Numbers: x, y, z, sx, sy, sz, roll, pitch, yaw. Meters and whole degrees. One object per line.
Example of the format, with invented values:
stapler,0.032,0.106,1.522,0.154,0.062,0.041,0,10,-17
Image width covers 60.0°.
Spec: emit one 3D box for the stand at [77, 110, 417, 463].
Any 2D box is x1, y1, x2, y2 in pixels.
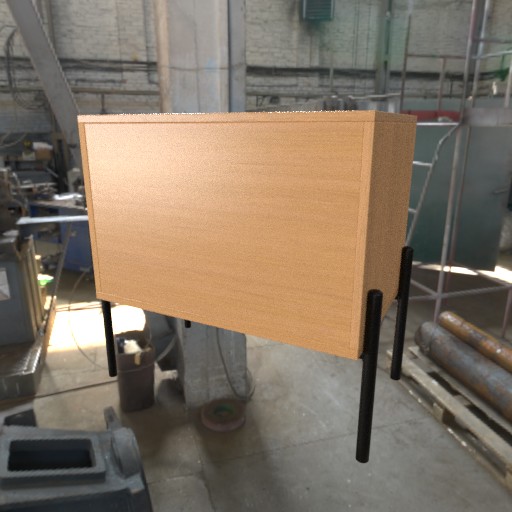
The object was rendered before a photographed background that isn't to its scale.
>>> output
stand,0.000,0.000,0.994,0.630,0.600,0.400,8,18,26
